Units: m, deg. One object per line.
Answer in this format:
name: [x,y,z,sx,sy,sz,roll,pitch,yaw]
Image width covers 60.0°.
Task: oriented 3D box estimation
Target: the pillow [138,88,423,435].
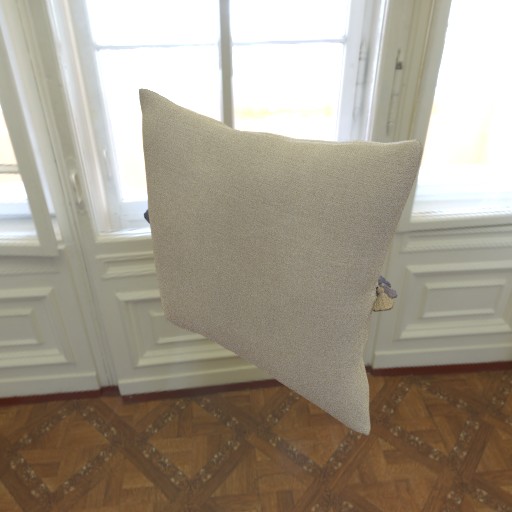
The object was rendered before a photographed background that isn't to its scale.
pillow: [0.000,0.000,0.729,0.489,0.481,0.165,22,38,32]
